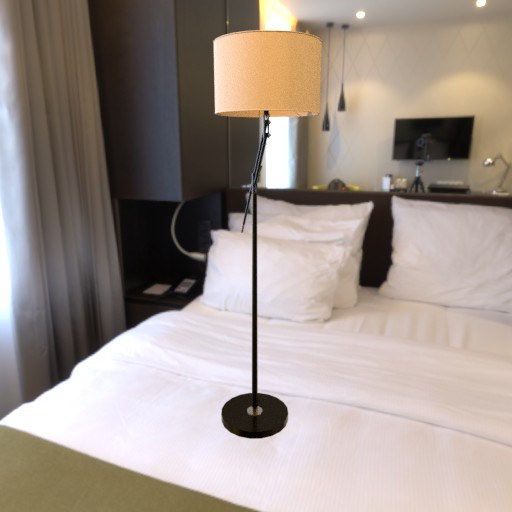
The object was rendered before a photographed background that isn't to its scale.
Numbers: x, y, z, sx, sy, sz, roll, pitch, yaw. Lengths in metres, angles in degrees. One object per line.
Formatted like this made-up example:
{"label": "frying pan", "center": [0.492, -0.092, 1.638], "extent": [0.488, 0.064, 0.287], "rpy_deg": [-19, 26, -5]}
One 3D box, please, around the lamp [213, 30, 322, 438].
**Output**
{"label": "lamp", "center": [0.000, 0.000, 1.937], "extent": [0.373, 1.635, 0.809], "rpy_deg": [-3, 14, -10]}
